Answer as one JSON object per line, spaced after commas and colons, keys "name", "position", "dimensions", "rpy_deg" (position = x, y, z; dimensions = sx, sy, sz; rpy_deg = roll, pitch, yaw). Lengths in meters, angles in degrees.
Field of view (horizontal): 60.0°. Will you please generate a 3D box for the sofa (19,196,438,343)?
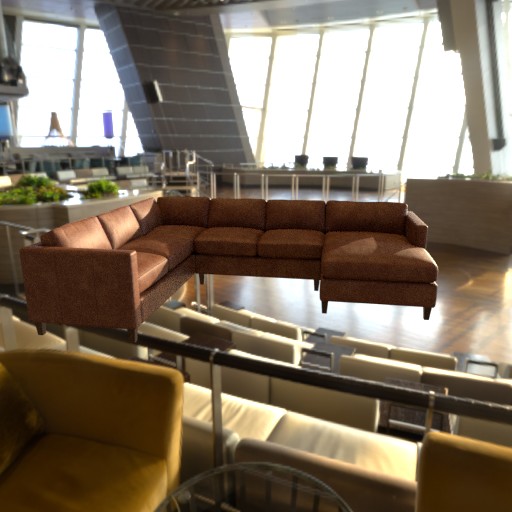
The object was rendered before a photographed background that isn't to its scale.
{"name": "sofa", "position": [0.000, 0.000, 4.401], "dimensions": [3.324, 0.888, 2.452], "rpy_deg": [3, 15, 10]}
